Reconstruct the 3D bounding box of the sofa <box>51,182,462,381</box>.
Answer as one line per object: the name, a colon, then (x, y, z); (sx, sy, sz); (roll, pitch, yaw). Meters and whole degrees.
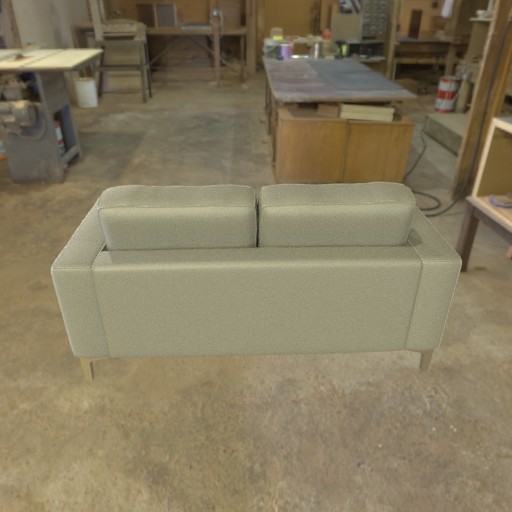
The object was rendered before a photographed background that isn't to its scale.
sofa: (0.000, 0.000, 2.241); (1.726, 0.893, 0.833); (-1, 30, -2)
